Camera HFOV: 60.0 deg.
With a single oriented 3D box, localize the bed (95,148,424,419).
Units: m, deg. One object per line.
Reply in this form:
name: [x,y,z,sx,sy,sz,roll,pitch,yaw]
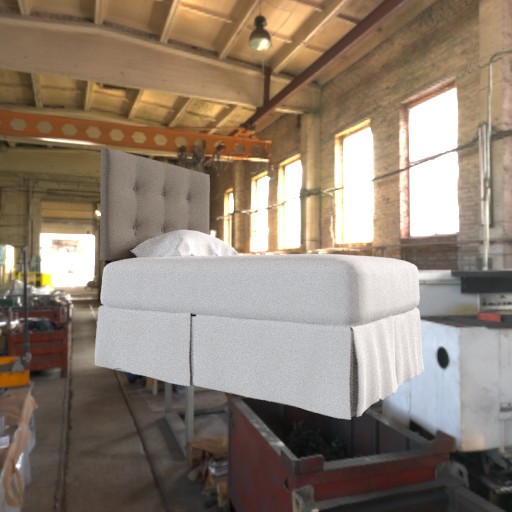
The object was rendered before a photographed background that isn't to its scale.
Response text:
bed: [0.000,0.000,3.098,1.997,1.571,1.261,-1,-2,35]
